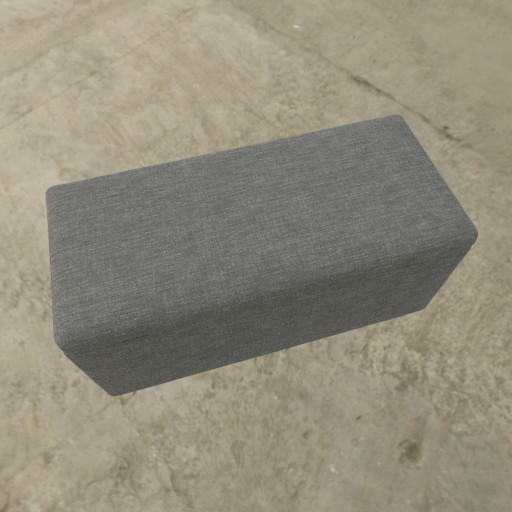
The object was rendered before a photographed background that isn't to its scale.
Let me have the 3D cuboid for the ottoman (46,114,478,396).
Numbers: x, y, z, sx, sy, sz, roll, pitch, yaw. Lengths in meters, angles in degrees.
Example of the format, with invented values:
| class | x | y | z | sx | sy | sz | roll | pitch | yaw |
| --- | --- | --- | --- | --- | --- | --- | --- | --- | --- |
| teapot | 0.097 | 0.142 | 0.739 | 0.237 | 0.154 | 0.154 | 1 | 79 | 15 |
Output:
| class | x | y | z | sx | sy | sz | roll | pitch | yaw |
| --- | --- | --- | --- | --- | --- | --- | --- | --- | --- |
| ottoman | 0.000 | 0.000 | 1.129 | 0.902 | 0.432 | 0.419 | -14 | 60 | -8 |
